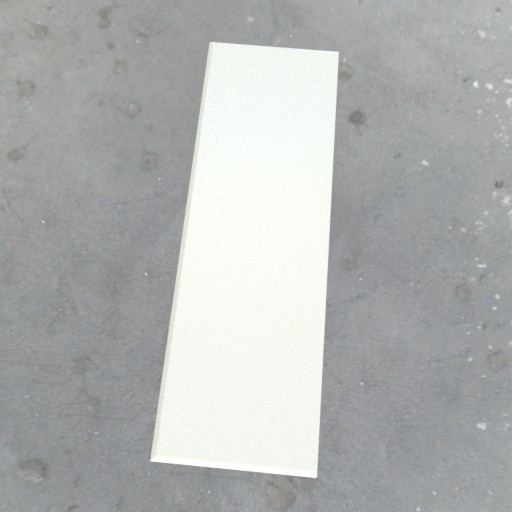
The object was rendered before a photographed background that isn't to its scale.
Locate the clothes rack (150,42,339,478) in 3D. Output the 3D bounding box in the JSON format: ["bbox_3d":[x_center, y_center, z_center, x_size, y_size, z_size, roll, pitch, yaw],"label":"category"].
[{"bbox_3d":[0.000,0.000,1.485,0.405,0.558,1.218,5,75,1],"label":"clothes rack"}]
